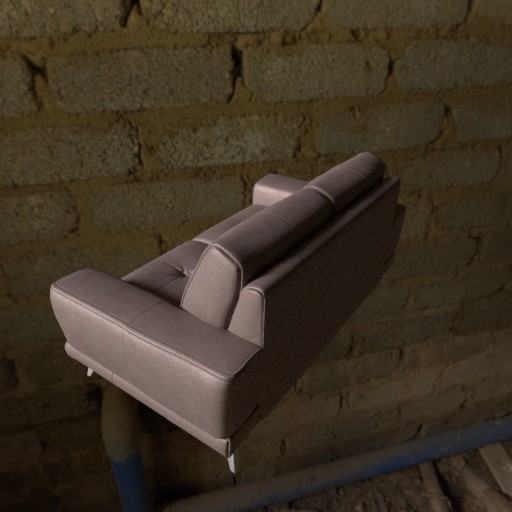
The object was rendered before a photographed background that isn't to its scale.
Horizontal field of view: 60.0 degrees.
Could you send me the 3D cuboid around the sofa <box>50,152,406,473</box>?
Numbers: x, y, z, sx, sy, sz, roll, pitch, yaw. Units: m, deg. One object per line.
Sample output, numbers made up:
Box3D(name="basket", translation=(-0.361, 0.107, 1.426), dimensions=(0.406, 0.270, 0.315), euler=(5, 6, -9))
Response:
Box3D(name="sofa", translation=(0.000, 0.000, 2.343), dimensions=(1.018, 0.907, 1.806), euler=(19, 35, 30))
